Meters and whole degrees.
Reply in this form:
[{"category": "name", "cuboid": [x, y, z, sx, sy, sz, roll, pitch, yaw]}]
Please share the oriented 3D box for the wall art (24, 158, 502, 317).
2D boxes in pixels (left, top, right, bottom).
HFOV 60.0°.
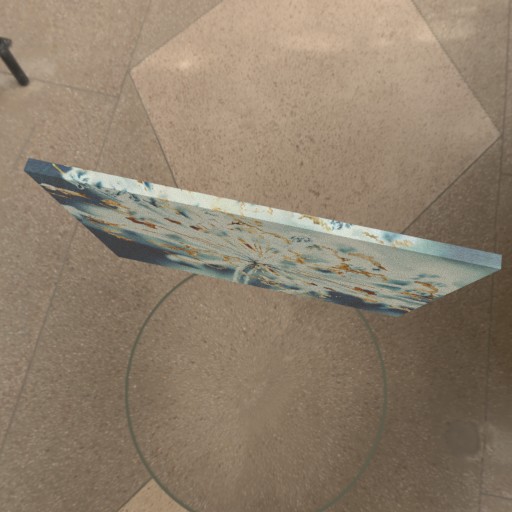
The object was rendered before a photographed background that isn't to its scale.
[{"category": "wall art", "cuboid": [0.000, 0.000, 1.402, 1.138, 0.759, 0.035, 12, 74, 3]}]
